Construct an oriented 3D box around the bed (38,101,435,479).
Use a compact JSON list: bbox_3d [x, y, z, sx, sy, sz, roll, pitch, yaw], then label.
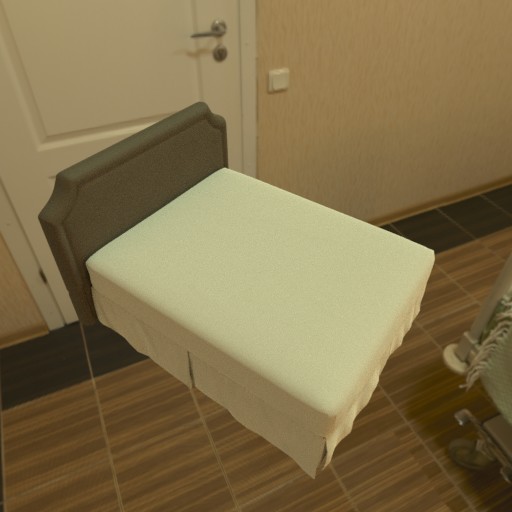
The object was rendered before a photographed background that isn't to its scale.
[{"bbox_3d":[0.000,0.000,3.189,2.181,1.297,1.831,26,48,26],"label":"bed"}]
